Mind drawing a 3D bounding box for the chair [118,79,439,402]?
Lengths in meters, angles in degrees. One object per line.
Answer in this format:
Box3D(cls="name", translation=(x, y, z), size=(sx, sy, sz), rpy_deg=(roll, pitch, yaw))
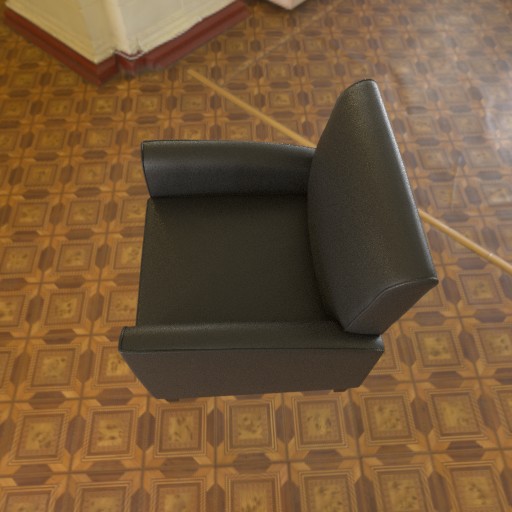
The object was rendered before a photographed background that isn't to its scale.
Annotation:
Box3D(cls="chair", translation=(0.000, 0.000, 1.574), size=(0.819, 0.916, 0.820), rpy_deg=(-3, 58, -2))
